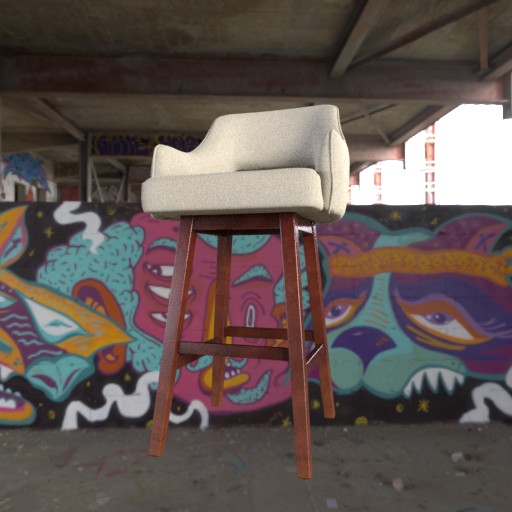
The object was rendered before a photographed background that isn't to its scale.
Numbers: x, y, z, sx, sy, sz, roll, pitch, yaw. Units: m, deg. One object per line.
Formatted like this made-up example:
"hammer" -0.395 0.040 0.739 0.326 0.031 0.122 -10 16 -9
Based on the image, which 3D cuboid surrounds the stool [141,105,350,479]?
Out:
"stool" 0.000 0.000 1.332 0.550 1.041 0.560 0 0 17
